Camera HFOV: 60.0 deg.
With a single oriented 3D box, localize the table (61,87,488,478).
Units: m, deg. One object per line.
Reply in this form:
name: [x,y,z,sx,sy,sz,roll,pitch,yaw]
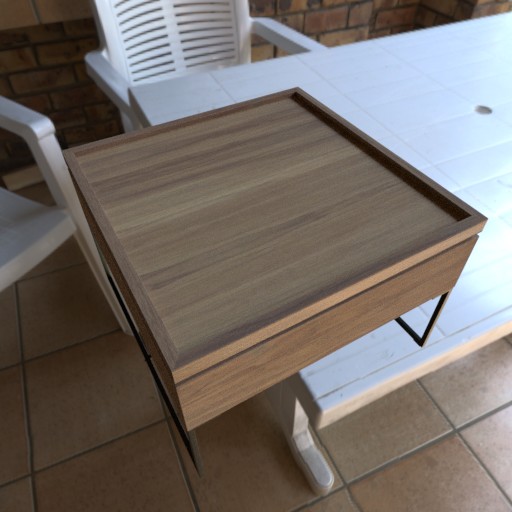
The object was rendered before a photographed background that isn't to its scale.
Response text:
table: [0.000,0.000,1.131,0.679,0.464,0.676,-23,50,-21]
